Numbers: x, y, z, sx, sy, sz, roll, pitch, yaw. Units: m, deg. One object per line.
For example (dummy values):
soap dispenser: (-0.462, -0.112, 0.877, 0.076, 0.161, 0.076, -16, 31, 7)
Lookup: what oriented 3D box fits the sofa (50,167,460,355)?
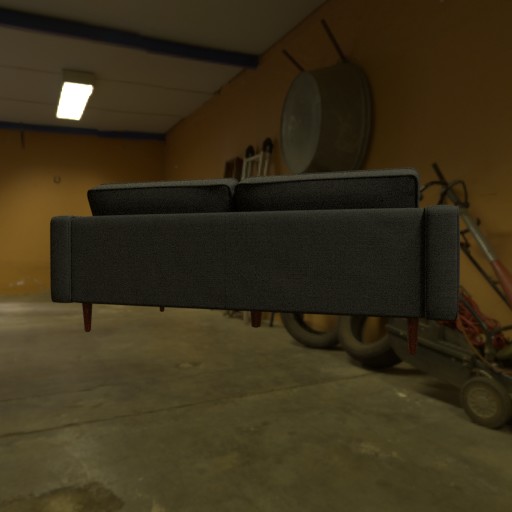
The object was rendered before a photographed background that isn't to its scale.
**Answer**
sofa: (0.000, 0.000, 2.343, 1.875, 0.759, 0.914, 0, 1, 18)
